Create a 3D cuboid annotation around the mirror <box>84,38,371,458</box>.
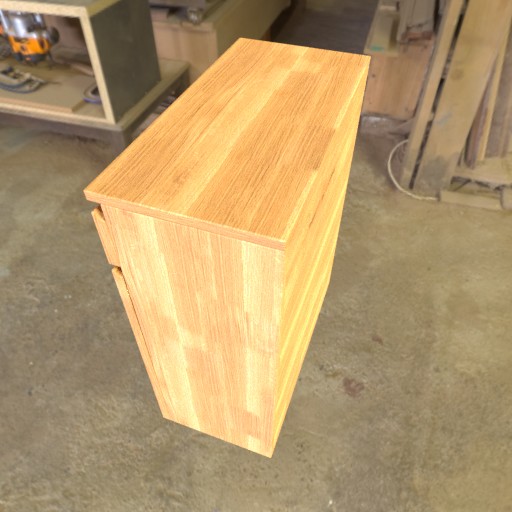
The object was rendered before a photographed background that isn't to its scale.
[{"bbox_3d":[0.000,0.000,1.406,0.400,1.000,0.800,15,48,14],"label":"mirror"}]
